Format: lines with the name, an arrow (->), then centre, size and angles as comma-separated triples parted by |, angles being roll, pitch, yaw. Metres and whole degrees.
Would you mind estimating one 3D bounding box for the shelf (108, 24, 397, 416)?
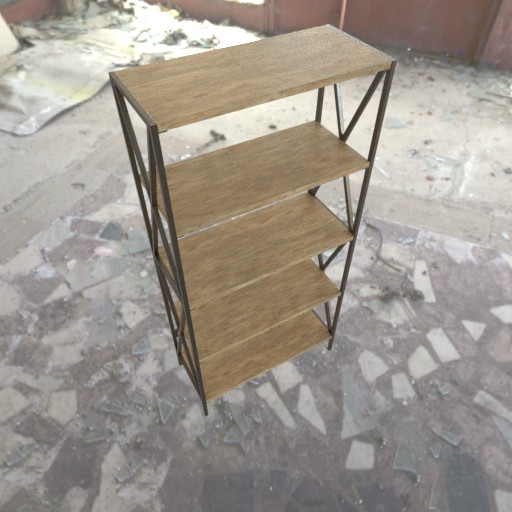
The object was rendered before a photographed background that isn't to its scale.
shelf -> 0.000, 0.000, 2.108 | 0.874, 1.803, 0.386 | -22, 50, -20
